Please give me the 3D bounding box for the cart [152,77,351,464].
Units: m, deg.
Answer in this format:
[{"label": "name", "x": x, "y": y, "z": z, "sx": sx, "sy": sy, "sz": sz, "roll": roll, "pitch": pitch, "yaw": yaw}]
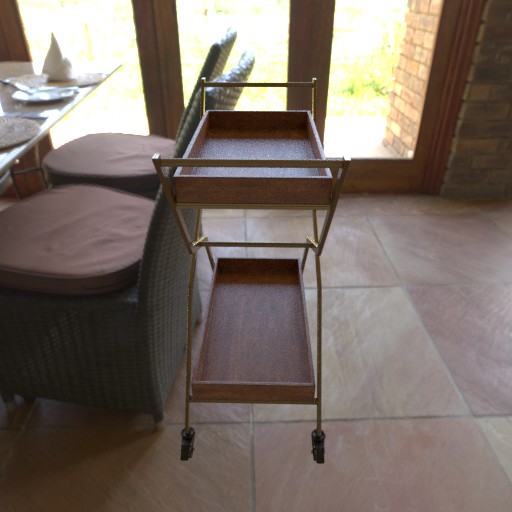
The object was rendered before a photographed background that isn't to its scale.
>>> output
[{"label": "cart", "x": 0.000, "y": 0.000, "z": 1.337, "sx": 0.405, "sy": 0.869, "sz": 0.836, "roll": 1, "pitch": 32, "yaw": 1}]
